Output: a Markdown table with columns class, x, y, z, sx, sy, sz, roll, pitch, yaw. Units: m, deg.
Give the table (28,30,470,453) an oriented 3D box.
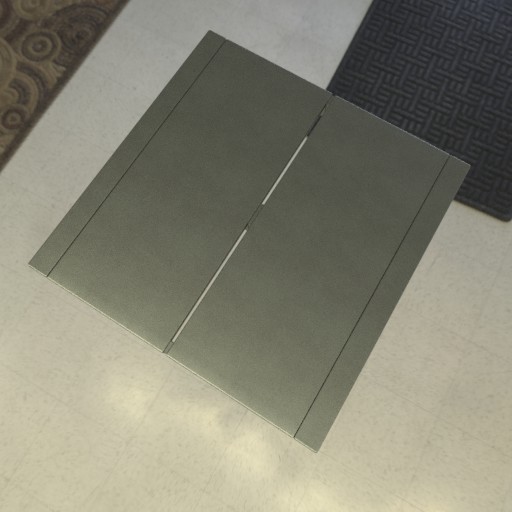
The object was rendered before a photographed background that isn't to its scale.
| class | x | y | z | sx | sy | sz | roll | pitch | yaw |
| --- | --- | --- | --- | --- | --- | --- | --- | --- | --- |
| table | 0.000 | 0.000 | 0.939 | 0.508 | 0.508 | 0.508 | 31 | 77 | 8 |
